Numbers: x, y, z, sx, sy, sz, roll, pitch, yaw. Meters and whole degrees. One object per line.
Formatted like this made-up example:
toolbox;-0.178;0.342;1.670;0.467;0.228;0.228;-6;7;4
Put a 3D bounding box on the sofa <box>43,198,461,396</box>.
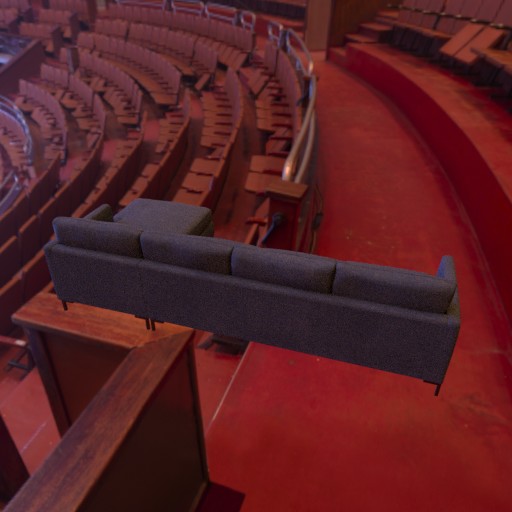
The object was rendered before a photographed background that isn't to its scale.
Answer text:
sofa;0.000;0.000;3.524;2.932;0.810;1.350;10;33;15
